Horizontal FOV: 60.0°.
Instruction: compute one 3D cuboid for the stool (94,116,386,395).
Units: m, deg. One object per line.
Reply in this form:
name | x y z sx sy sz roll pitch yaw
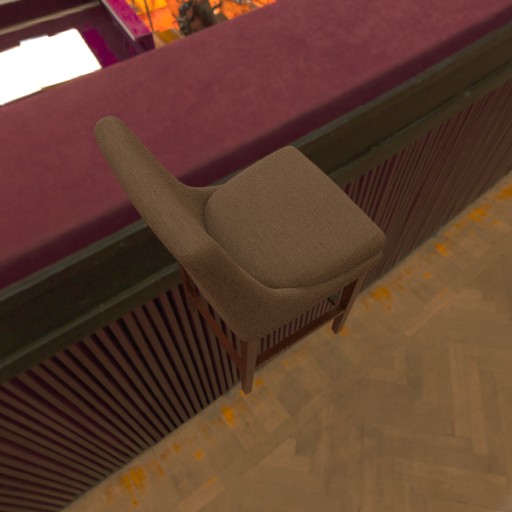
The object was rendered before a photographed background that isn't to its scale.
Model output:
stool | 0.000 0.000 1.307 0.577 0.981 0.470 -30 62 -18
